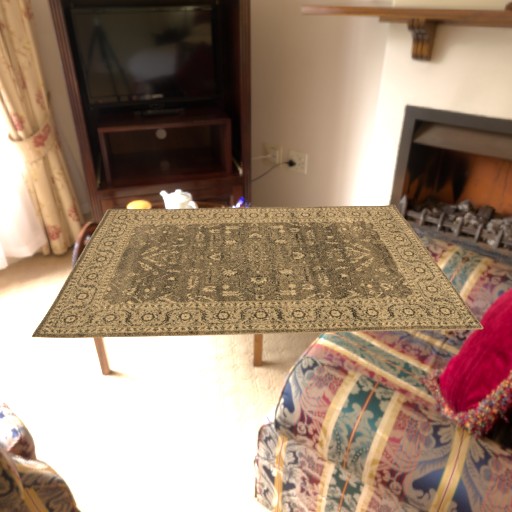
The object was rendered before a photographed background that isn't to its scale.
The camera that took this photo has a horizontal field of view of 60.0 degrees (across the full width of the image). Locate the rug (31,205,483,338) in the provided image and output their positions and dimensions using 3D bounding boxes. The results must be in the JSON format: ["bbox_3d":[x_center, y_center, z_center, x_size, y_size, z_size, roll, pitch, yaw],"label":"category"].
[{"bbox_3d":[0.000,0.000,2.295,1.828,0.019,1.209,-1,31,-2],"label":"rug"}]
